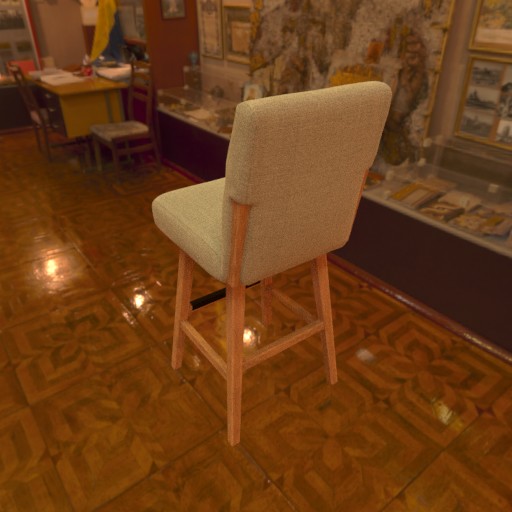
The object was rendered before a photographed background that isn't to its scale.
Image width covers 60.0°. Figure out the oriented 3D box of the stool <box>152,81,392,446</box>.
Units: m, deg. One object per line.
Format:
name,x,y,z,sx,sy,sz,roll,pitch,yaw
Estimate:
stool,0.000,0.000,1.436,0.483,1.106,0.569,-21,37,-30
